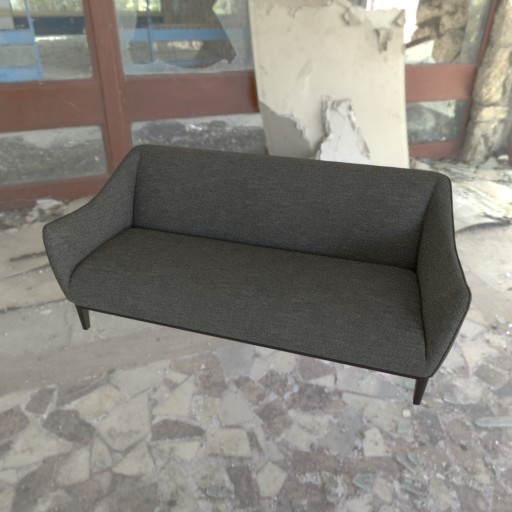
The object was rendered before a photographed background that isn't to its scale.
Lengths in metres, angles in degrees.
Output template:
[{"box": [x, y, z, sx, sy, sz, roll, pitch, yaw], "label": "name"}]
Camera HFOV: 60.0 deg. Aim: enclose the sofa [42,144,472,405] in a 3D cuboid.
[{"box": [0.000, 0.000, 2.303, 1.928, 0.829, 0.867, 9, 31, 15], "label": "sofa"}]
